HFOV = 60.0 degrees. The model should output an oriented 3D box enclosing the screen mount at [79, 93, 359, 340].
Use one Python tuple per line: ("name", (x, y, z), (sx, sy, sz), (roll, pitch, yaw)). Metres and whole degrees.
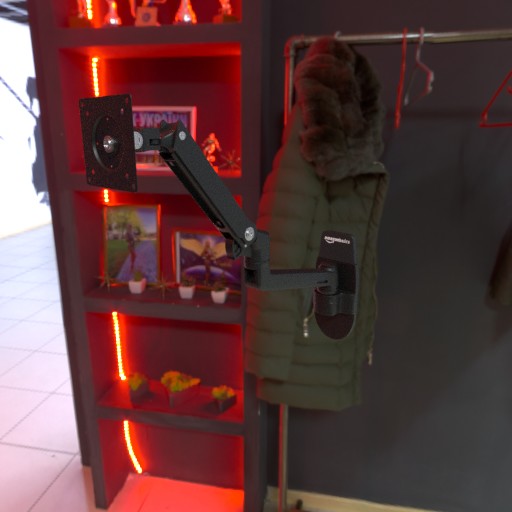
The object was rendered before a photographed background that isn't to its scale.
("screen mount", (0.000, 0.000, 0.725), (0.115, 0.466, 0.495), (14, 21, 41))
